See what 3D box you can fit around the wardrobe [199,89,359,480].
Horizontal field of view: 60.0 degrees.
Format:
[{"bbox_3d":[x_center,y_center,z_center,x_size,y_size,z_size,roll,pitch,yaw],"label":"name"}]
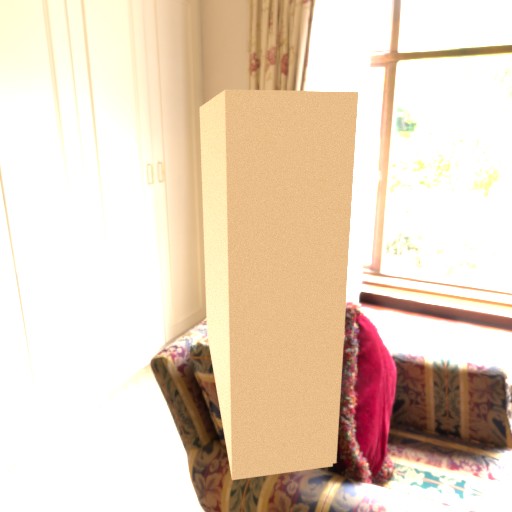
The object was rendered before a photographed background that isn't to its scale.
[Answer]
[{"bbox_3d":[0.000,0.000,3.070,0.600,2.020,1.830,-3,17,-10],"label":"wardrobe"}]
